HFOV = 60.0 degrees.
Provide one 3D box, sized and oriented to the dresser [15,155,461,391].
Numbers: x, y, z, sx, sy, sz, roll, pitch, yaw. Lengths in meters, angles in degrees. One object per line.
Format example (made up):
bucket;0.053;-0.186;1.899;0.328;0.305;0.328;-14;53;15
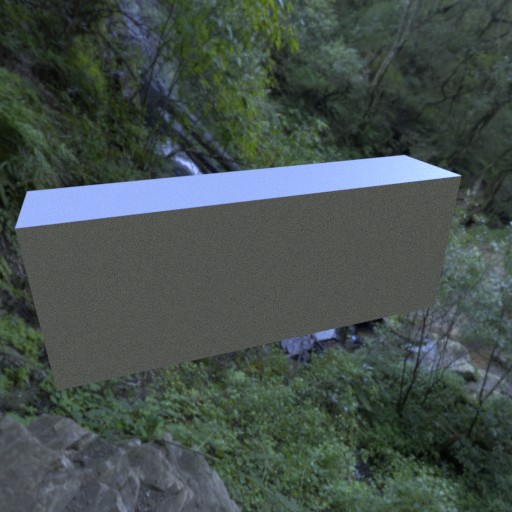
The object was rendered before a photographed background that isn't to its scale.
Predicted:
dresser;0.000;0.000;2.477;2.200;0.840;0.500;-9;28;-18
